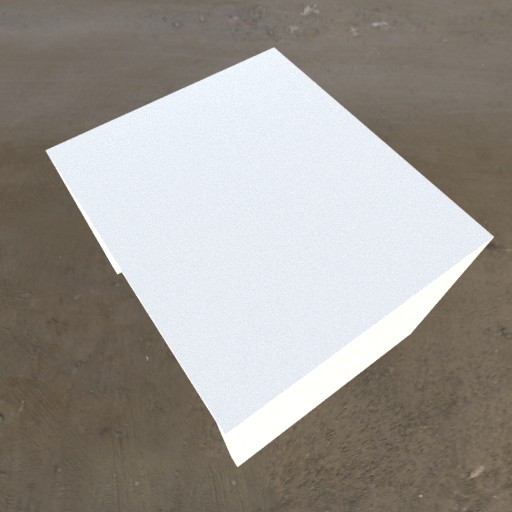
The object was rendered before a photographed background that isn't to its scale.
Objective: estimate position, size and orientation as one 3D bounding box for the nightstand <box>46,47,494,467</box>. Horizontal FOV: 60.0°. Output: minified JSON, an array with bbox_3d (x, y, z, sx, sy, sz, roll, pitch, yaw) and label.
[{"bbox_3d":[0.000,0.000,0.751,0.408,0.351,0.470,-31,65,-17],"label":"nightstand"}]
